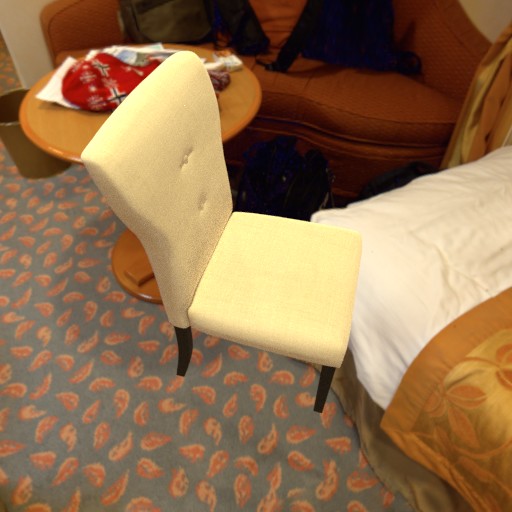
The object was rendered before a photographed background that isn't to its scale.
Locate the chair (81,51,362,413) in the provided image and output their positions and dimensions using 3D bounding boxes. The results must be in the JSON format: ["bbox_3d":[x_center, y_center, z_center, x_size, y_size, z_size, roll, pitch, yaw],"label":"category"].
[{"bbox_3d":[0.000,0.000,1.278,0.597,0.921,0.509,11,49,10],"label":"chair"}]
